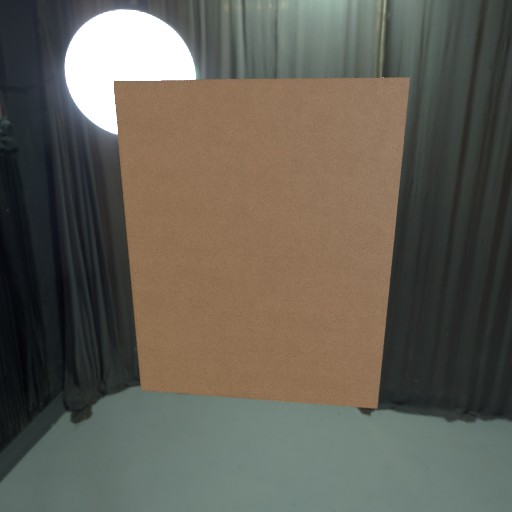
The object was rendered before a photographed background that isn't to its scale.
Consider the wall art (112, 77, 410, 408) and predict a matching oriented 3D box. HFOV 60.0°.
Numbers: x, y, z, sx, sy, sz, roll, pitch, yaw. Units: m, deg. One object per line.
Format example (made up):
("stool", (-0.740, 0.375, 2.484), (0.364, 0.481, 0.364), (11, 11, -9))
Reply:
("wall art", (0.000, 0.000, 1.348), (0.798, 1.002, 0.030), (2, 18, 7))
